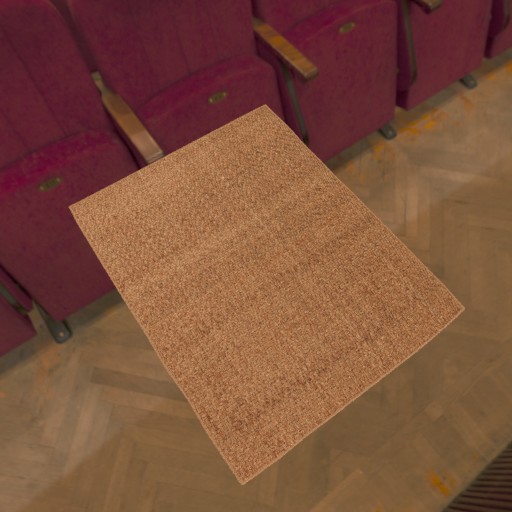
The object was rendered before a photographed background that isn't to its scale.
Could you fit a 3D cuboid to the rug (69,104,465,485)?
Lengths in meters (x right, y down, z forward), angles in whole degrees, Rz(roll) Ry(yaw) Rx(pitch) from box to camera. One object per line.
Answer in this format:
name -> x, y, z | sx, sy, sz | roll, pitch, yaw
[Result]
rug -> 0.000, 0.000, 4.149 | 2.439, 0.013, 3.048 | -32, 67, -15
